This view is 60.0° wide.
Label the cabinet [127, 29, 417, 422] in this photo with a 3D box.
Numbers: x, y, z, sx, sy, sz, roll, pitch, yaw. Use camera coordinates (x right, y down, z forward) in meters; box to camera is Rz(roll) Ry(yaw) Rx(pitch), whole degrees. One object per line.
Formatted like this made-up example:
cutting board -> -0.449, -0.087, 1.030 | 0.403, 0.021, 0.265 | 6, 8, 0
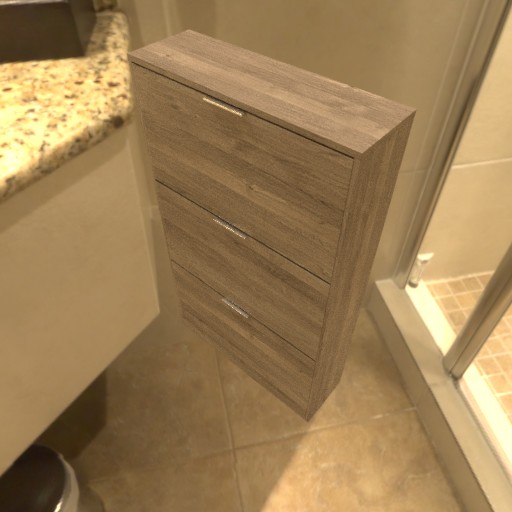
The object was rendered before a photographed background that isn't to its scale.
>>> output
cabinet -> 0.000, 0.000, 1.573 | 0.750, 1.280, 0.250 | 32, 54, 27
